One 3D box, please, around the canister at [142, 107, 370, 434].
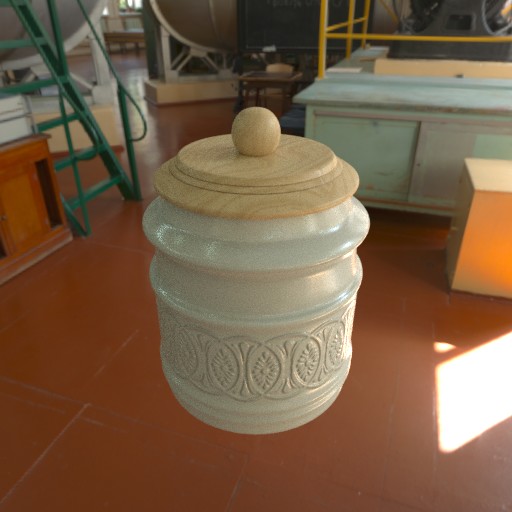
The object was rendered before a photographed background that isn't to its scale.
[{"bbox_3d":[0.000,0.000,0.273,0.130,0.176,0.130,0,29,0],"label":"canister"}]
